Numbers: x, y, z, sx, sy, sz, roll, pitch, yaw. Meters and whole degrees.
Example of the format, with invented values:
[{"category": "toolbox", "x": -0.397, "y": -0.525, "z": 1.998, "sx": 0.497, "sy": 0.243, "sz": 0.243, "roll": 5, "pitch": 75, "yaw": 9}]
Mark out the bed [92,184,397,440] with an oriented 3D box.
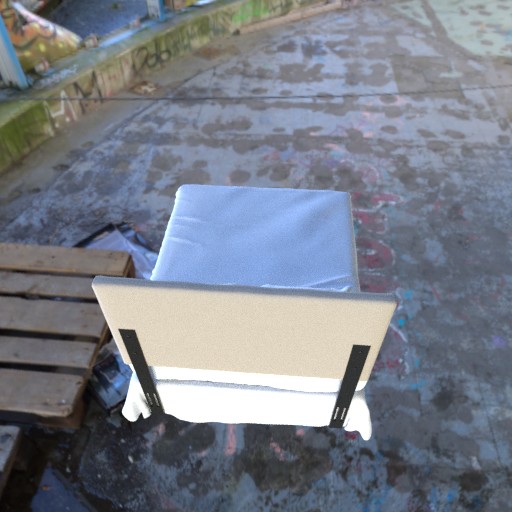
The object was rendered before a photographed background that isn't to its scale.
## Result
[{"category": "bed", "x": 0.000, "y": 0.000, "z": 3.590, "sx": 1.936, "sy": 1.577, "sz": 2.222, "roll": 3, "pitch": 47, "yaw": 3}]
